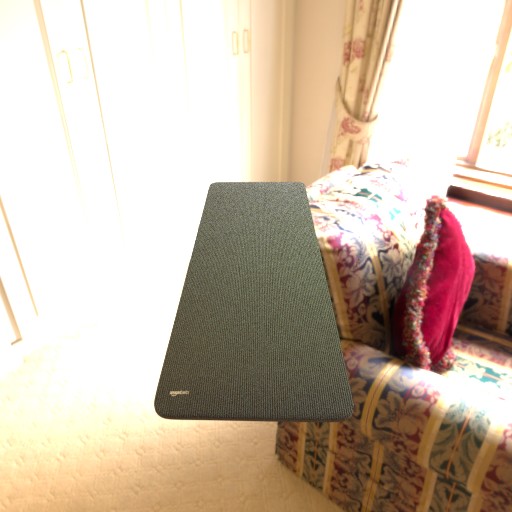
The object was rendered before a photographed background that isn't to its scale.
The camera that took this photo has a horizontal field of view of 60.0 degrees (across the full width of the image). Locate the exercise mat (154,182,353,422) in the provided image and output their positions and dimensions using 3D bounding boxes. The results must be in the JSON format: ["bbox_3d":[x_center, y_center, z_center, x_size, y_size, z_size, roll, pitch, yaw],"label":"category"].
[{"bbox_3d":[0.000,0.000,2.112,0.616,0.021,1.869,0,31,0],"label":"exercise mat"}]
